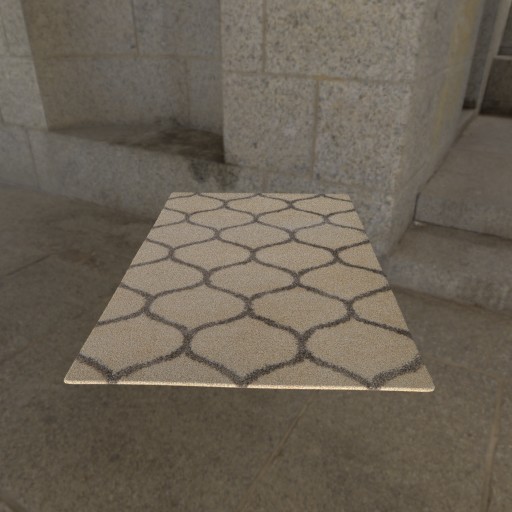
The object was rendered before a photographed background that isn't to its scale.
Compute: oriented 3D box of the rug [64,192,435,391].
[{"bbox_3d":[0.000,0.000,3.323,1.801,0.026,2.701,1,28,2],"label":"rug"}]
